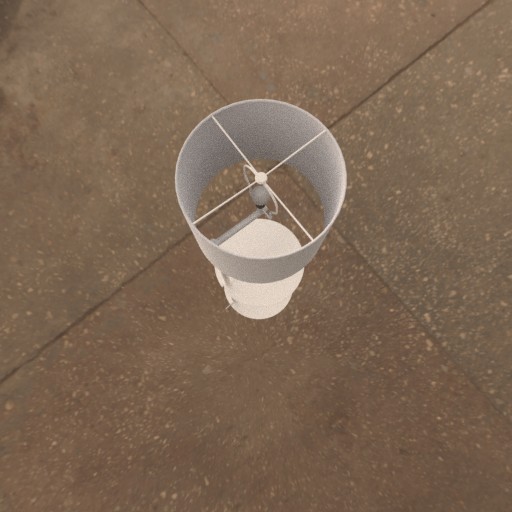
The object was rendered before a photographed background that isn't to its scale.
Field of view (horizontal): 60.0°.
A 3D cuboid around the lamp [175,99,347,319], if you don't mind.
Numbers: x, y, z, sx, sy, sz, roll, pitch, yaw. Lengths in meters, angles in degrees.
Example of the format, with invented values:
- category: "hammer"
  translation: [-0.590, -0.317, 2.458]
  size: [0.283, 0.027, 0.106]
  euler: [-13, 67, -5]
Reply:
- category: "lamp"
  translation: [0.000, 0.000, 1.670]
  size: [0.405, 1.465, 0.372]
  euler: [-36, 79, -8]
